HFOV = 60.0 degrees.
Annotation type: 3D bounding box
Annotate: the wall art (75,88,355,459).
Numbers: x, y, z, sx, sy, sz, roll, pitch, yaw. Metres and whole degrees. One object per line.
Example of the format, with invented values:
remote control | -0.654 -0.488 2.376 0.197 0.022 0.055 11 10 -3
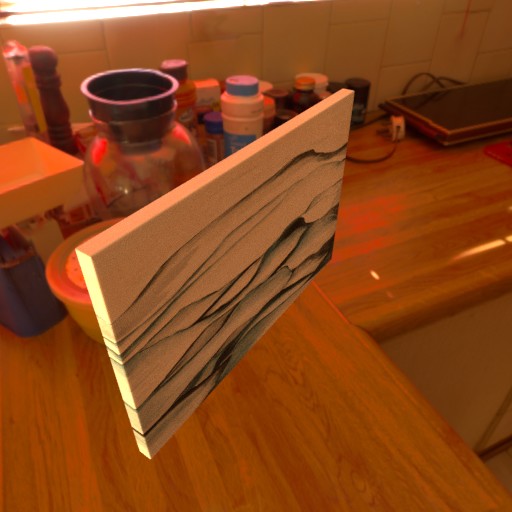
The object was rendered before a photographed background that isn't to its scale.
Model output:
wall art | 0.000 0.000 1.150 0.039 0.609 0.914 24 44 27
